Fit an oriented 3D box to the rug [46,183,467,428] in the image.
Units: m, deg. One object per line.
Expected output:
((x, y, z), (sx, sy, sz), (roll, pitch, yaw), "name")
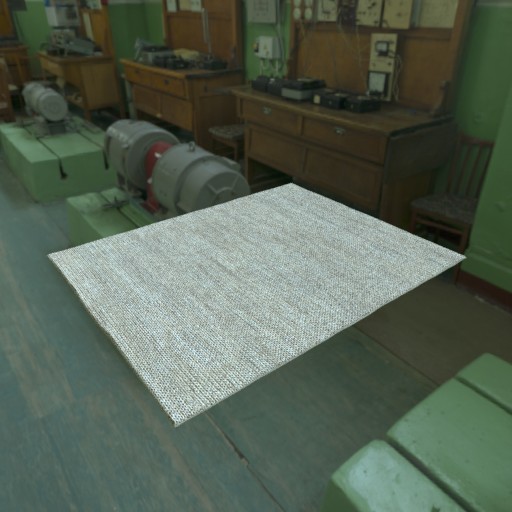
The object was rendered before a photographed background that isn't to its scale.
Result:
((0.000, 0.000, 4.099), (3.052, 0.030, 2.429), (-21, 36, -32), "rug")
